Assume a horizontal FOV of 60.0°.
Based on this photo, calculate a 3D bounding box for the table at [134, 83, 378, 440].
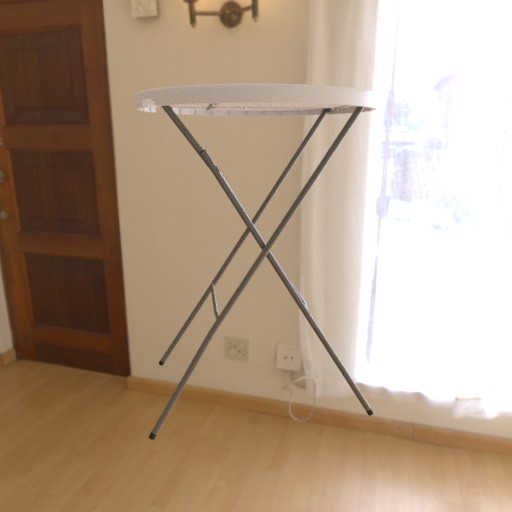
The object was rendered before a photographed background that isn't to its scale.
[{"bbox_3d":[0.000,0.000,1.630,0.795,1.105,0.792,-2,15,-8],"label":"table"}]
